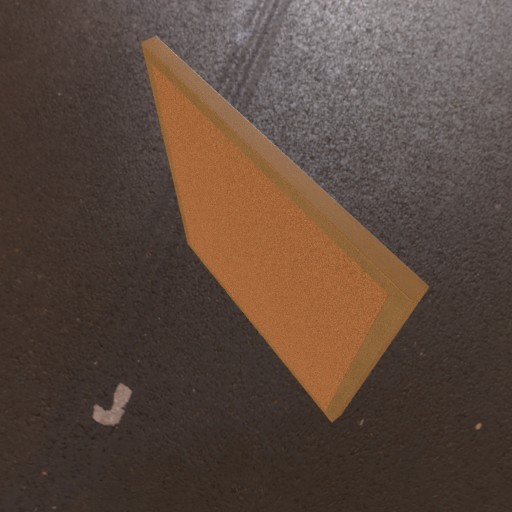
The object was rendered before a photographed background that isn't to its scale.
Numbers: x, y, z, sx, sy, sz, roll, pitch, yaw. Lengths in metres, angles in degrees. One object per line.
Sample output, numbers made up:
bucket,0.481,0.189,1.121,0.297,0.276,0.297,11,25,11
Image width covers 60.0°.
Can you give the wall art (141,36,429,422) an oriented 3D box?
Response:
wall art,0.000,0.000,1.102,0.037,0.763,0.763,-32,63,-19
